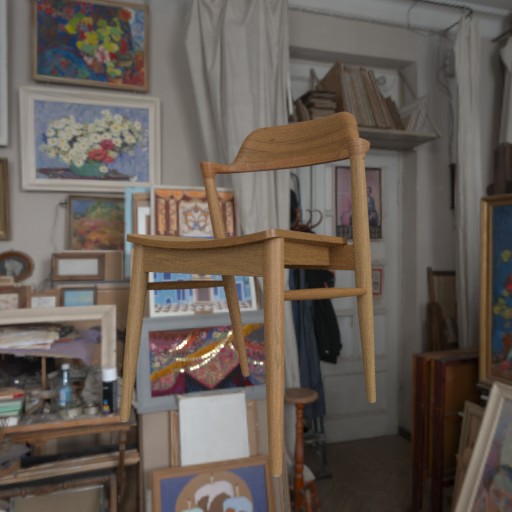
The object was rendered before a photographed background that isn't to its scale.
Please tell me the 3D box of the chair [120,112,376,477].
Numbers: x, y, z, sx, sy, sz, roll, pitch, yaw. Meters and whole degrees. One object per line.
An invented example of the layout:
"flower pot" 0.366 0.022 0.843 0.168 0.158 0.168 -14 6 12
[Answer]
"chair" 0.000 0.000 1.126 0.512 0.792 0.499 1 1 36
